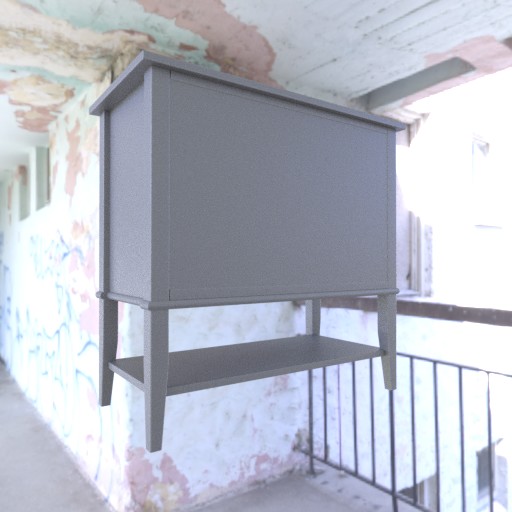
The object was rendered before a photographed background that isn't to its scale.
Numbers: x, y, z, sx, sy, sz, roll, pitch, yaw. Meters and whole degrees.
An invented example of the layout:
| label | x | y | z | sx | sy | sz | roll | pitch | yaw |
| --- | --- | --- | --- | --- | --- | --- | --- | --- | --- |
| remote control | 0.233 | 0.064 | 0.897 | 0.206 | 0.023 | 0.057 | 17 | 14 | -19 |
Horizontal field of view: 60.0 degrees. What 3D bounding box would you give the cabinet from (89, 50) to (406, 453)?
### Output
| label | x | y | z | sx | sy | sz | roll | pitch | yaw |
| --- | --- | --- | --- | --- | --- | --- | --- | --- | --- |
| cabinet | 0.000 | 0.000 | 1.233 | 0.801 | 0.780 | 0.396 | 0 | -1 | -35 |
